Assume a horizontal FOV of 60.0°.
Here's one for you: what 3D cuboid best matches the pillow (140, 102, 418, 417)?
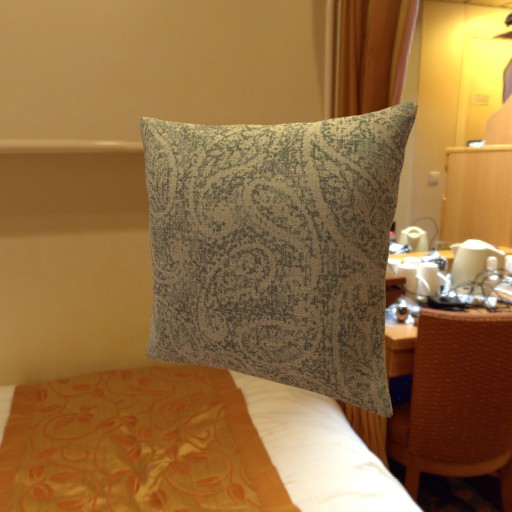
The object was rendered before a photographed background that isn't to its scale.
[{"bbox_3d":[0.000,0.000,0.811,0.523,0.510,0.166,6,13,25],"label":"pillow"}]
